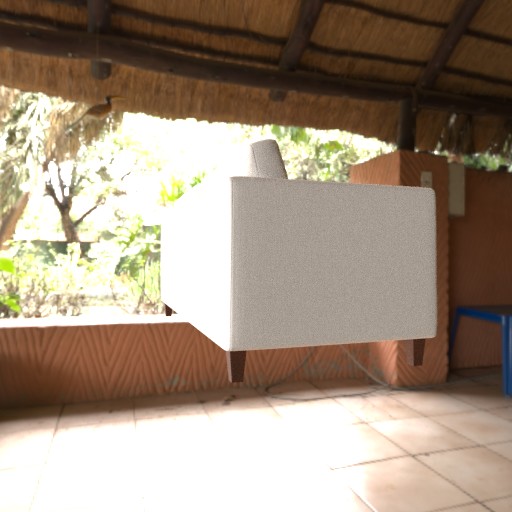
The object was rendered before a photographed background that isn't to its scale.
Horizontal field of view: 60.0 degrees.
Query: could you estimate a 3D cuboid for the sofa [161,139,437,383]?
[{"bbox_3d":[0.000,0.000,2.673,0.924,0.933,2.139,0,0,-18],"label":"sofa"}]
